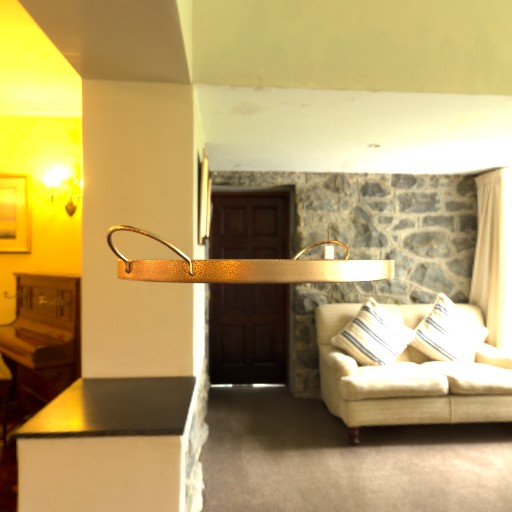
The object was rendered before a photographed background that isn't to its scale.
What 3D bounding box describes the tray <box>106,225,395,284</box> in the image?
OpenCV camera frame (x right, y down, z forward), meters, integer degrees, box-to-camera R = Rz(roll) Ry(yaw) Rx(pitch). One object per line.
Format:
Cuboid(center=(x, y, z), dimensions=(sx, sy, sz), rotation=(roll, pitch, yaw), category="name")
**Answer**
Cuboid(center=(0.000, 0.000, 0.735), dimensions=(0.438, 0.069, 0.543), rotation=(0, 0, 36), category="tray")
